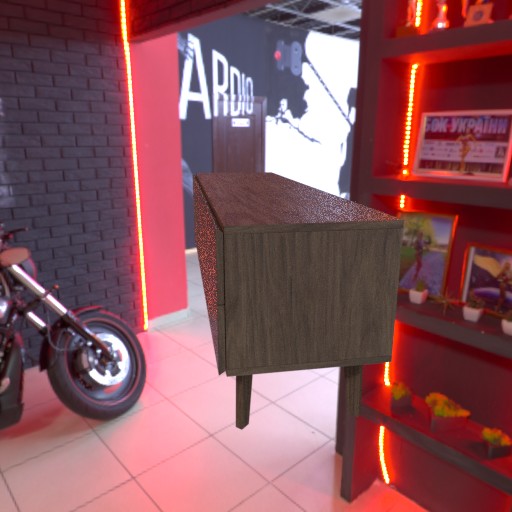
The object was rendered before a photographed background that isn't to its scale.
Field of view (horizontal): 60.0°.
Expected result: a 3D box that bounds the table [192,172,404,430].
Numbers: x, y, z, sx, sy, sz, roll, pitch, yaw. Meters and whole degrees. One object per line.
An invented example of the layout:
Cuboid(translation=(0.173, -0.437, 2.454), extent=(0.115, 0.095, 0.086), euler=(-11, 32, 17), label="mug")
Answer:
Cuboid(translation=(0.000, 0.000, 1.647), extent=(0.405, 0.508, 1.397), euler=(-3, 15, -9), label="table")
